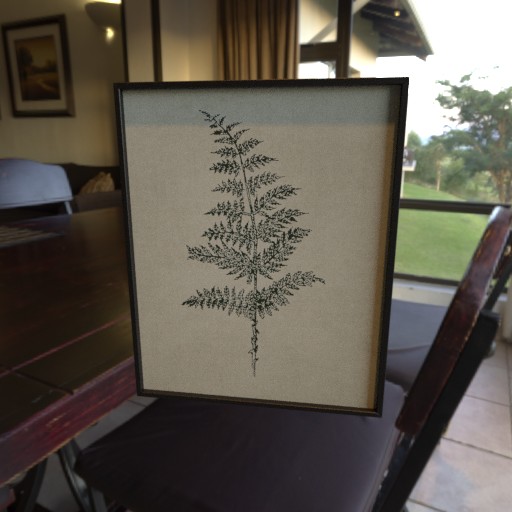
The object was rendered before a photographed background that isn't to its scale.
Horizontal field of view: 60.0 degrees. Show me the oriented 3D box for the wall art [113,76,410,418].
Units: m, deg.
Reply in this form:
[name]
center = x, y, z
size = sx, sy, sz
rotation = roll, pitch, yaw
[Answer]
[wall art]
center = 0.000, 0.000, 0.751
size = 0.449, 0.555, 0.039
rotation = 2, 15, 8
